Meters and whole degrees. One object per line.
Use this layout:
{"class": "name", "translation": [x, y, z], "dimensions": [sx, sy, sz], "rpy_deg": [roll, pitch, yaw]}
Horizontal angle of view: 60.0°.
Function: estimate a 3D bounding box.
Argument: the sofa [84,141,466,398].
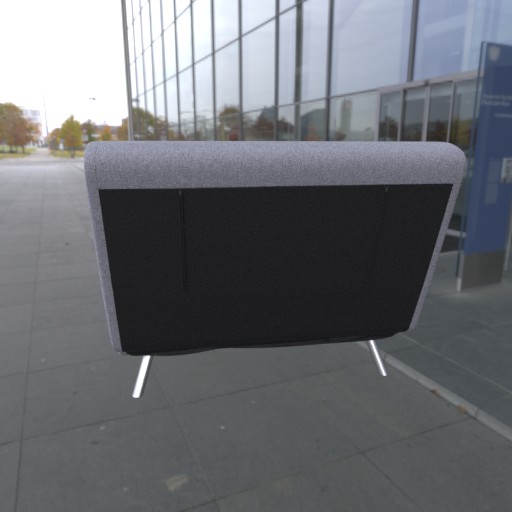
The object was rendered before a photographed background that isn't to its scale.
{"class": "sofa", "translation": [0.000, 0.000, 1.671], "dimensions": [1.020, 0.825, 1.000], "rpy_deg": [-2, 14, -9]}
